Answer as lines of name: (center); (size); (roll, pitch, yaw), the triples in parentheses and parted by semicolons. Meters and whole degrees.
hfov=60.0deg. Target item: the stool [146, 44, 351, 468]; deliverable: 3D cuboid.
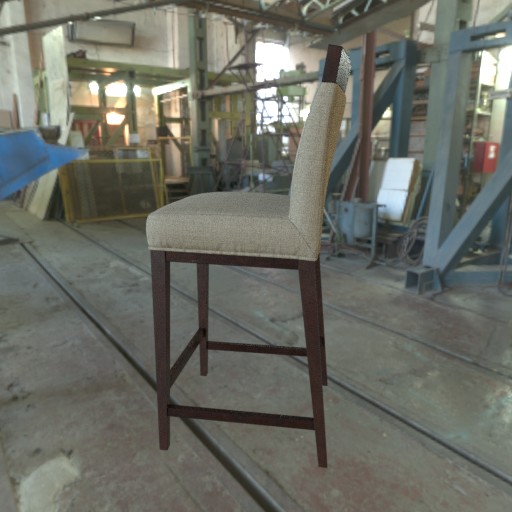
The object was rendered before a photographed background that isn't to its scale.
stool: (0.000, 0.000, 1.264); (0.480, 1.011, 0.463); (2, 14, 9)
